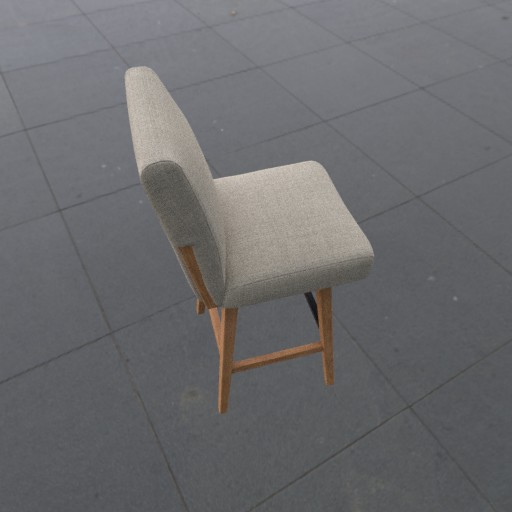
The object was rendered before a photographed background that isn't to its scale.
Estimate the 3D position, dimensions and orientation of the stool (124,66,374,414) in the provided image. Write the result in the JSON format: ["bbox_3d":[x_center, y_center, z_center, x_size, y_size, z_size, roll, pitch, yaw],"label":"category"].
[{"bbox_3d":[0.000,0.000,1.400,0.569,1.106,0.483,-11,49,-10],"label":"stool"}]
